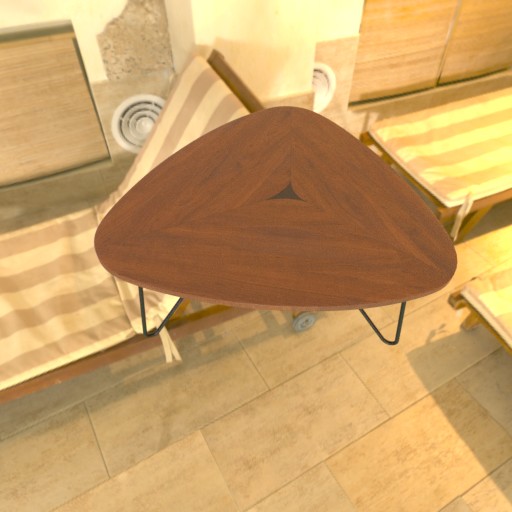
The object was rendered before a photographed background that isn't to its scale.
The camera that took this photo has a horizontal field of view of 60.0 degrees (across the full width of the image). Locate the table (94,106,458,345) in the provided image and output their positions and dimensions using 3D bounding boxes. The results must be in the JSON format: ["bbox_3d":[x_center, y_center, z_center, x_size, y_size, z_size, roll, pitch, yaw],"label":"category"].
[{"bbox_3d":[0.000,0.000,1.297,0.821,0.413,0.833,-18,50,-16],"label":"table"}]
